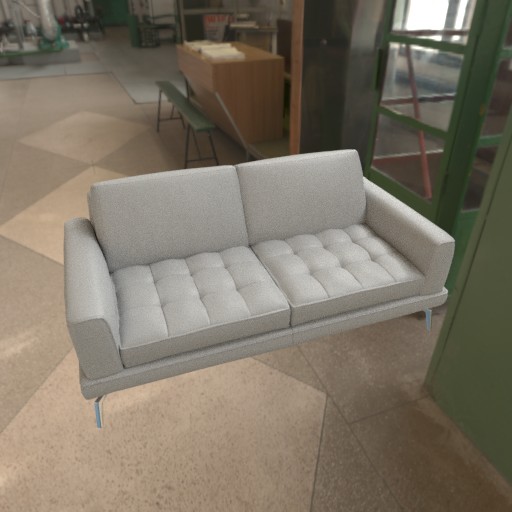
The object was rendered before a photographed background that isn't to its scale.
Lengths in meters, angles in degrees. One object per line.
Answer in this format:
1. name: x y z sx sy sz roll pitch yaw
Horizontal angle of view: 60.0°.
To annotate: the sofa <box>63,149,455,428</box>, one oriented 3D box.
1. sofa: 0.000 0.000 2.719 2.177 0.930 1.121 -11 34 -17
